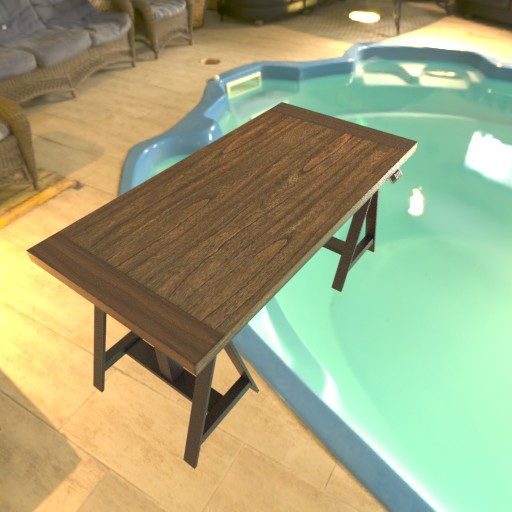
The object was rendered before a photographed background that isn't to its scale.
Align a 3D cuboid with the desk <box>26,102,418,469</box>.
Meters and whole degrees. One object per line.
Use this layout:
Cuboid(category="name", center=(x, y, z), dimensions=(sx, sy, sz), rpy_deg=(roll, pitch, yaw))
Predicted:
Cuboid(category="desk", center=(0.000, 0.000, 2.005), dimensions=(0.784, 0.725, 1.543), rpy_deg=(26, 48, 26))
